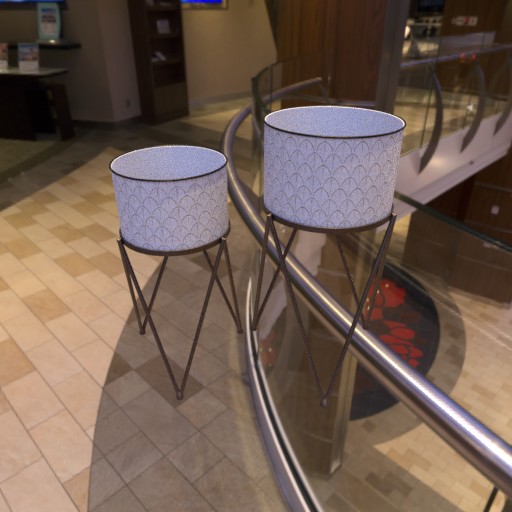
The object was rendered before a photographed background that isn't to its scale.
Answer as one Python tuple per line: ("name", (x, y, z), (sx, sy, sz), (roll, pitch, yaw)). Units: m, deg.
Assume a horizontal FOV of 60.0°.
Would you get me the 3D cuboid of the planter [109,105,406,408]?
("planter", (0.000, 0.000, 1.196), (0.769, 0.712, 0.413), (0, 29, -1))
